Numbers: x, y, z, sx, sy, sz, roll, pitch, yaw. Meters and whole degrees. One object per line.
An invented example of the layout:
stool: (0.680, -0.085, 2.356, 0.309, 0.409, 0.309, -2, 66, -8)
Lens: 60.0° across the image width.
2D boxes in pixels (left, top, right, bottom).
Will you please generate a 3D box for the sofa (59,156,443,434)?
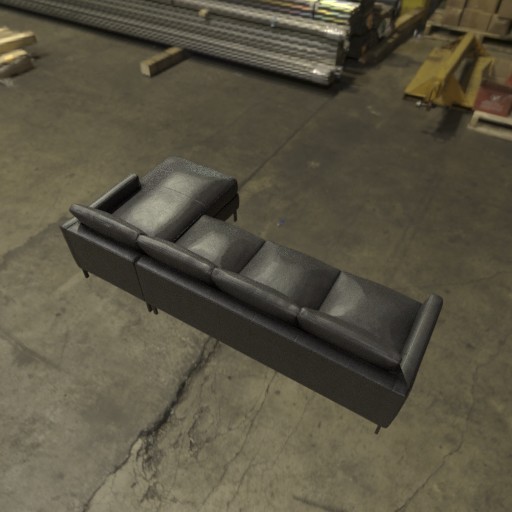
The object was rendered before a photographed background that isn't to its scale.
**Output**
sofa: (0.000, 0.000, 3.765, 2.993, 0.859, 1.471, 23, 51, 21)
